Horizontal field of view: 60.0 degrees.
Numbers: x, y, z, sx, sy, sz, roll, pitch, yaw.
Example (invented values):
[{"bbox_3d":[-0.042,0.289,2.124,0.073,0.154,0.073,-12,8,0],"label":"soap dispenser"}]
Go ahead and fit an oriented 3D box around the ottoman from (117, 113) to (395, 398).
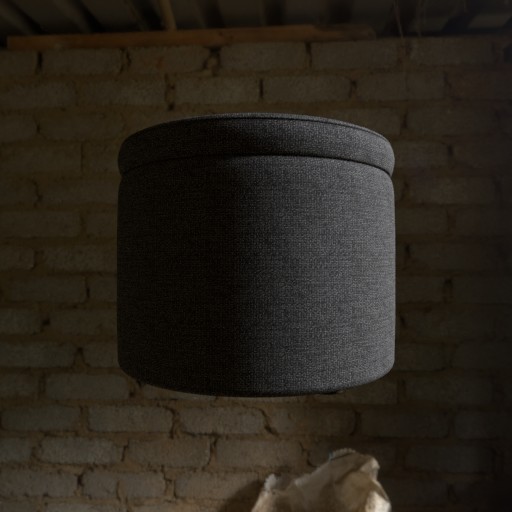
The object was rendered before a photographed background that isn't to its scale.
[{"bbox_3d":[0.000,0.000,0.868,0.520,0.430,0.520,0,0,0],"label":"ottoman"}]
